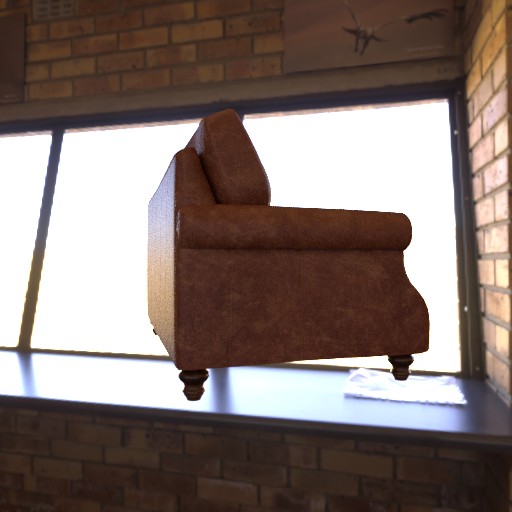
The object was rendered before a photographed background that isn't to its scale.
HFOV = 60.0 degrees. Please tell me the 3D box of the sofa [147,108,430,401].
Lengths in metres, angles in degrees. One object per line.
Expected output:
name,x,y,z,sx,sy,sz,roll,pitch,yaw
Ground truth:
sofa,0.000,0.000,2.230,0.990,0.967,1.616,0,-1,-17
